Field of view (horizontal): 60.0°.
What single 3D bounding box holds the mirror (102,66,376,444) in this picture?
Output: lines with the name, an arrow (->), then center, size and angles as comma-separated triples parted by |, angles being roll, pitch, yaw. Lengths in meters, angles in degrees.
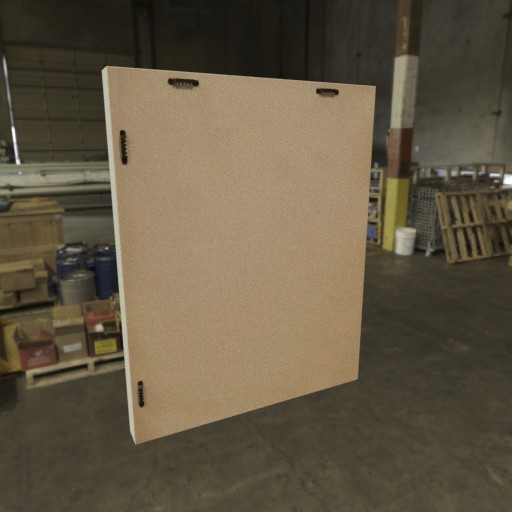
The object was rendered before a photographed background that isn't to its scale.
mirror -> 0.000, 0.000, 0.679 | 0.405, 0.508, 0.041 | -7, 16, -26
